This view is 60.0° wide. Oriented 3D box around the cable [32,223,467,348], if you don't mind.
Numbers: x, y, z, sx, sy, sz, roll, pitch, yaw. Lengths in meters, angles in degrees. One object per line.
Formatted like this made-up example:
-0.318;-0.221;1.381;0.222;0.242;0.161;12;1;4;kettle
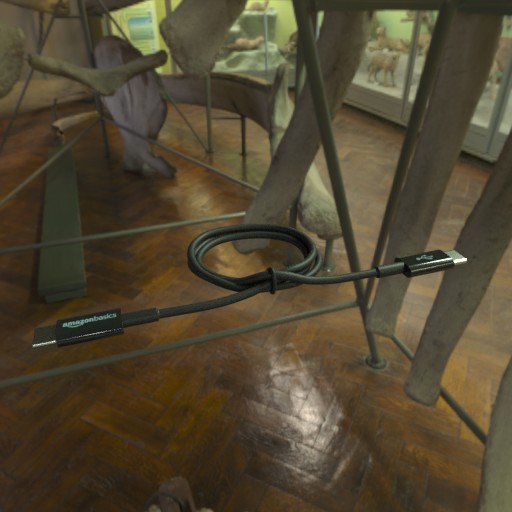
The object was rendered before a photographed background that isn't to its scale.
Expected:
0.000;0.000;0.223;0.203;0.014;0.070;-10;33;-15;cable
